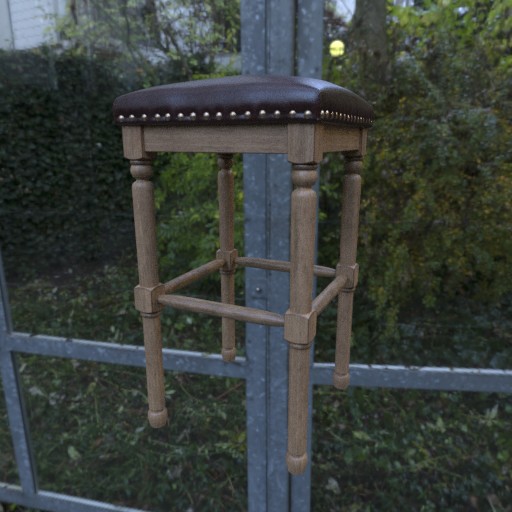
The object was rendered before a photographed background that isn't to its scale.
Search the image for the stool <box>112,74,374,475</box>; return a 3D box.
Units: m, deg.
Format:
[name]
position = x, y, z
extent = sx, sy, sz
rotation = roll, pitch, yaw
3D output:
[stool]
position = 0.000, 0.000, 0.932
extent = 0.382, 0.702, 0.383
rotation = 7, 16, 25
